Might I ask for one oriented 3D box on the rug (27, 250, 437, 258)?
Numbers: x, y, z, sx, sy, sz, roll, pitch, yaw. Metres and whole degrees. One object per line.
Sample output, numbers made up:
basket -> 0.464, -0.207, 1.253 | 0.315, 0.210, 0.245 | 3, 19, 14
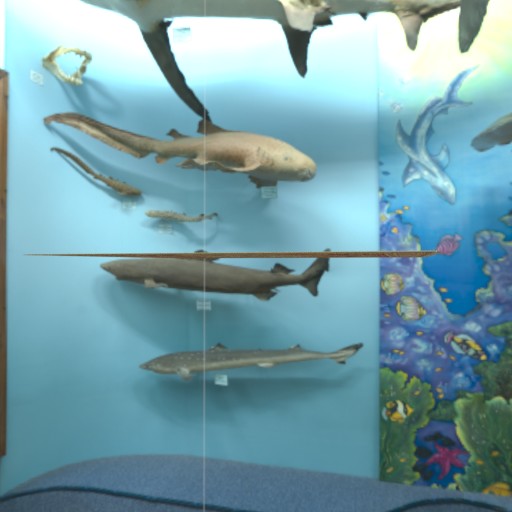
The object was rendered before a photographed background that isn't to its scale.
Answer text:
rug -> 0.000, 0.000, 4.229 | 3.143, 0.008, 2.451 | 0, -1, 18
